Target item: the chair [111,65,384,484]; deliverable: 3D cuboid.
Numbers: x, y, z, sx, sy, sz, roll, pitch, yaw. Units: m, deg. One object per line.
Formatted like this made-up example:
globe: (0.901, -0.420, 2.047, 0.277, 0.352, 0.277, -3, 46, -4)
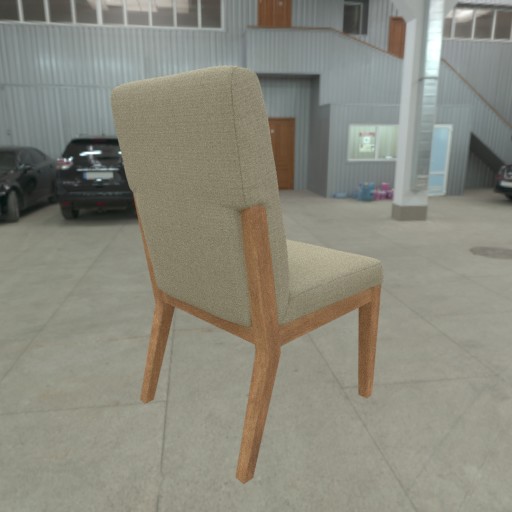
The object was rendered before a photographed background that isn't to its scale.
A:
chair: (0.000, 0.000, 1.257, 0.586, 0.911, 0.507, -14, 20, -42)
